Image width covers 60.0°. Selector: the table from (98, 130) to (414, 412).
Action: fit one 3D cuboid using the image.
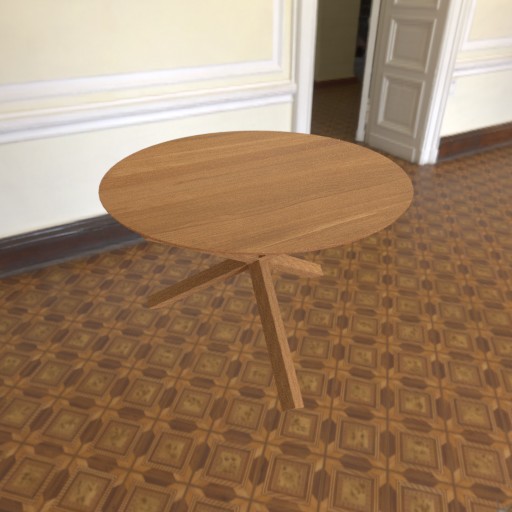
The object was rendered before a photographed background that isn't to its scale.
[{"bbox_3d":[0.000,0.000,1.700,1.038,0.666,1.038,0,32,0],"label":"table"}]
